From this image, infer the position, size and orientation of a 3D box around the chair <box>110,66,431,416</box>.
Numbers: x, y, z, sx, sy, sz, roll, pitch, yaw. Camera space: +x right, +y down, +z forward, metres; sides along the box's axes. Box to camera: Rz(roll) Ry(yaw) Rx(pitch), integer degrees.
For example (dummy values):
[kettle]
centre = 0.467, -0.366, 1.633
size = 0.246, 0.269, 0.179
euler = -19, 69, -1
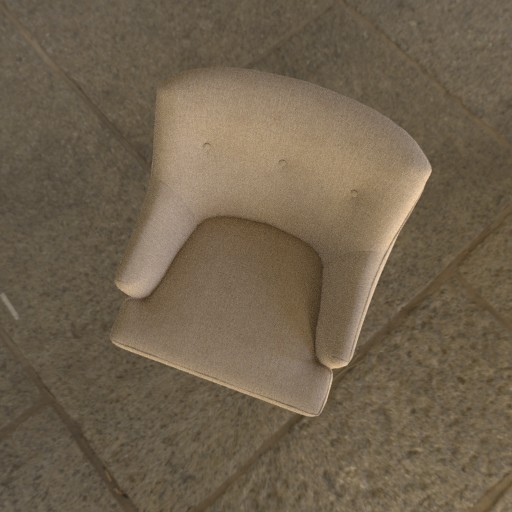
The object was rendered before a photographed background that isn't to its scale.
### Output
[chair]
centre = 0.000, 0.000, 1.594
size = 0.864, 0.856, 0.923
euler = 19, 76, 5
